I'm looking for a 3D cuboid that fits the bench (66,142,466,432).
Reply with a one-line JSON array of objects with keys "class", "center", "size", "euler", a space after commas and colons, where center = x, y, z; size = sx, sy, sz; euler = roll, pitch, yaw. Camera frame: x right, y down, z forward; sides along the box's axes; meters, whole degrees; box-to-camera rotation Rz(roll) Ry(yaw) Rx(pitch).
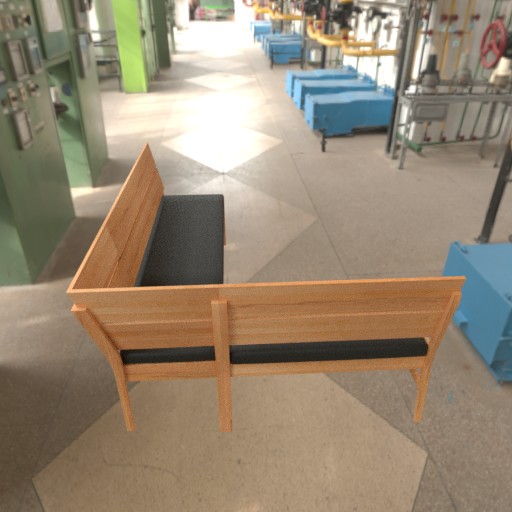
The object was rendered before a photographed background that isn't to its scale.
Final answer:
[{"class": "bench", "center": [0.000, 0.000, 2.766], "size": [1.548, 0.890, 1.948], "euler": [-2, 31, -3]}]
